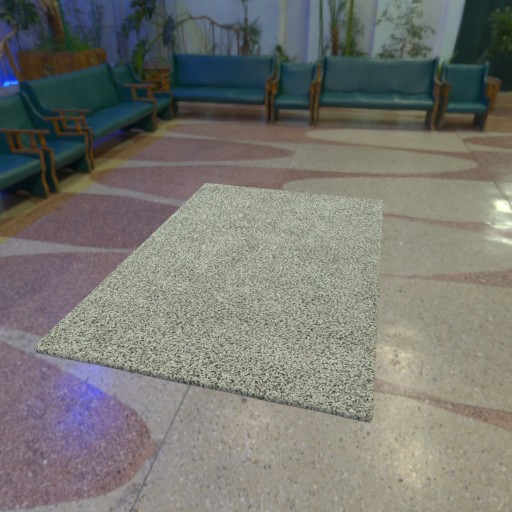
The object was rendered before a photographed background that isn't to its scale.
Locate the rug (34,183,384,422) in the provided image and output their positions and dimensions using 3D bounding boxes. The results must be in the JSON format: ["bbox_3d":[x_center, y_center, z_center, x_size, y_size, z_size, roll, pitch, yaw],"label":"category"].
[{"bbox_3d":[0.000,0.000,2.232,1.219,0.030,1.778,8,31,13],"label":"rug"}]
